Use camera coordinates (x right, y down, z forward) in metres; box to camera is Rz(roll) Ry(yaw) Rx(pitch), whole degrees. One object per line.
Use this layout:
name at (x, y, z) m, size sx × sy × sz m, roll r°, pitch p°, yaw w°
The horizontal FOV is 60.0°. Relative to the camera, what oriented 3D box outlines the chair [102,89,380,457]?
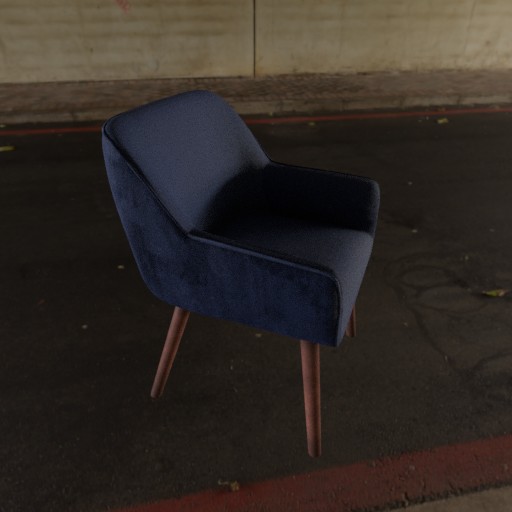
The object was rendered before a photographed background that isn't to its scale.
chair at (0.000, 0.000, 1.272) m, size 0.600 × 0.820 × 0.600 m, roll 11°, pitch 32°, yaw 18°
